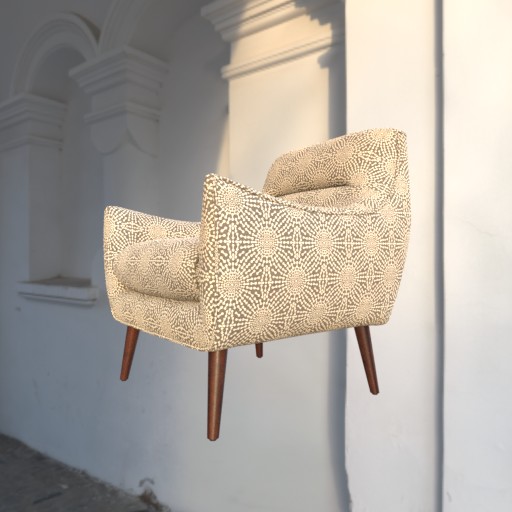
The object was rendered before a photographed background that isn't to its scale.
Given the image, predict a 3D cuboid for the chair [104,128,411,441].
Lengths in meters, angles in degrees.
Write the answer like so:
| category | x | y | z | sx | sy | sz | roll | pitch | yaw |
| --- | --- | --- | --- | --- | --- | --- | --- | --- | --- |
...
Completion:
| category | x | y | z | sx | sy | sz | roll | pitch | yaw |
| --- | --- | --- | --- | --- | --- | --- | --- | --- | --- |
| chair | 0.000 | 0.000 | 1.447 | 0.787 | 0.838 | 0.762 | 0 | 0 | -36 |
